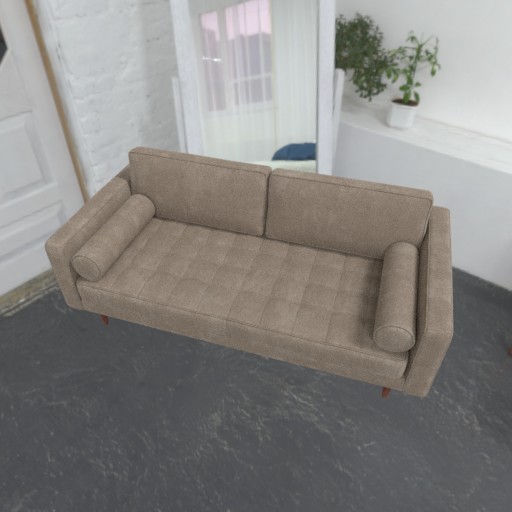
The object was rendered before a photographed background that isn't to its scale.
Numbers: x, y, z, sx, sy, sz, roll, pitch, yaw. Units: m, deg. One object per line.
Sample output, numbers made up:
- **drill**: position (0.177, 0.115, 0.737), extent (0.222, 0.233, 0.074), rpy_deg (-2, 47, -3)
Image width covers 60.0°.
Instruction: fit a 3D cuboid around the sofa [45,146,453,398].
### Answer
- **sofa**: position (0.000, 0.000, 2.313), extent (1.883, 0.769, 0.920), rpy_deg (11, 42, 13)
